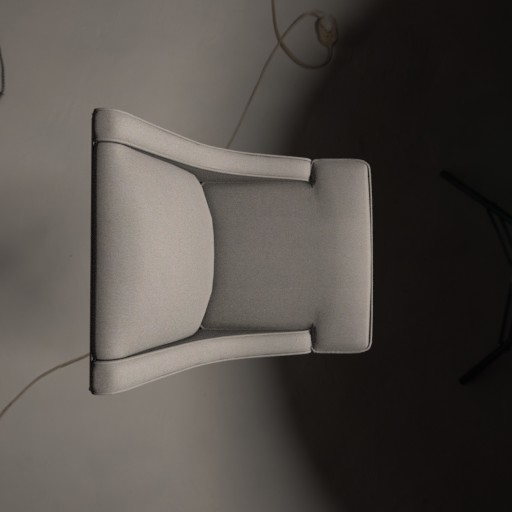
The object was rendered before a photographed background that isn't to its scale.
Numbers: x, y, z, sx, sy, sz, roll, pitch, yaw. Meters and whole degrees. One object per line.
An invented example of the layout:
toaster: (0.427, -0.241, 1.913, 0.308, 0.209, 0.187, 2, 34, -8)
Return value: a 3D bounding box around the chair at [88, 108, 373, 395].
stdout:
chair: (0.000, 0.000, 1.382, 0.747, 0.867, 0.631, 0, 89, -1)
